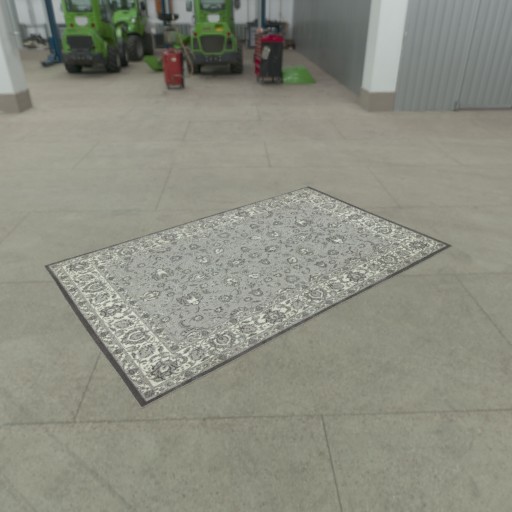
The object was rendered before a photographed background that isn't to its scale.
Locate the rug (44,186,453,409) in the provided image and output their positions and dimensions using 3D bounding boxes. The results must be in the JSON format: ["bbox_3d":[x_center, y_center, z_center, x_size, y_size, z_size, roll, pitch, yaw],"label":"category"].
[{"bbox_3d":[0.000,0.000,3.082,2.438,0.011,1.524,-21,36,-32],"label":"rug"}]
